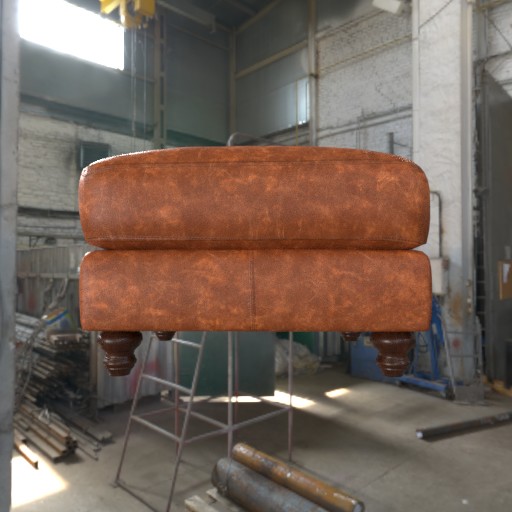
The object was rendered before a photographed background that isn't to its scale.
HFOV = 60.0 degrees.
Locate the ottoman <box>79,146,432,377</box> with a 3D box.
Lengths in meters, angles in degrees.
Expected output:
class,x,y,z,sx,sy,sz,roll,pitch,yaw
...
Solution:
class,x,y,z,sx,sy,sz,roll,pitch,yaw
ottoman,0.000,0.000,1.277,0.832,0.562,0.657,0,-1,0
